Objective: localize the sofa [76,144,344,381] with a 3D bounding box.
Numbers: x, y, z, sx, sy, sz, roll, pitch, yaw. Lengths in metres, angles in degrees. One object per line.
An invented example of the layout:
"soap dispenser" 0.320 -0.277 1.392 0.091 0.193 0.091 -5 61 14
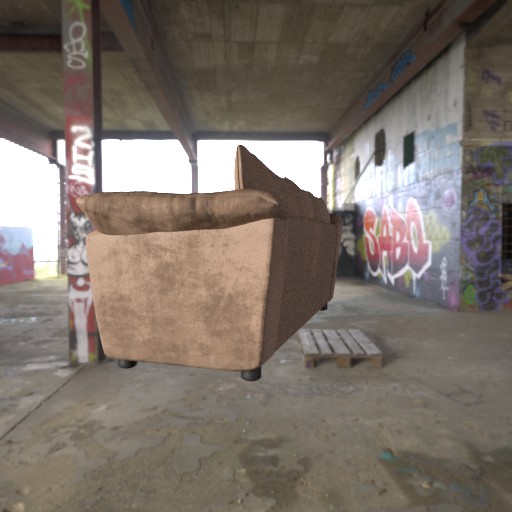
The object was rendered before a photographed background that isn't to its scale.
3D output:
"sofa" 0.000 0.000 2.858 0.893 0.981 2.377 1 2 17
